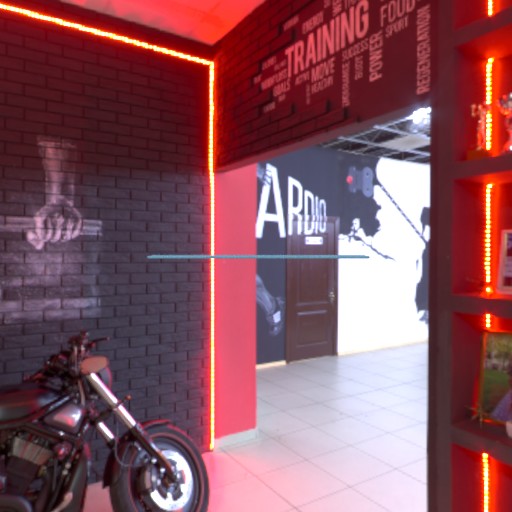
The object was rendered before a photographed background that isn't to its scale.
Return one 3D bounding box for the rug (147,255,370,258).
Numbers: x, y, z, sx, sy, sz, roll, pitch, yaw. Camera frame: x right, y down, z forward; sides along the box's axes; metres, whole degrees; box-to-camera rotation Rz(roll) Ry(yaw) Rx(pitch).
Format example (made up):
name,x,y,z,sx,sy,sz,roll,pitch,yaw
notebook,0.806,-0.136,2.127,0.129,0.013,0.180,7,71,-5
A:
name,x,y,z,sx,sy,sz,roll,pitch,yaw
rug,0.000,0.000,2.410,0.662,0.011,2.196,0,0,0
